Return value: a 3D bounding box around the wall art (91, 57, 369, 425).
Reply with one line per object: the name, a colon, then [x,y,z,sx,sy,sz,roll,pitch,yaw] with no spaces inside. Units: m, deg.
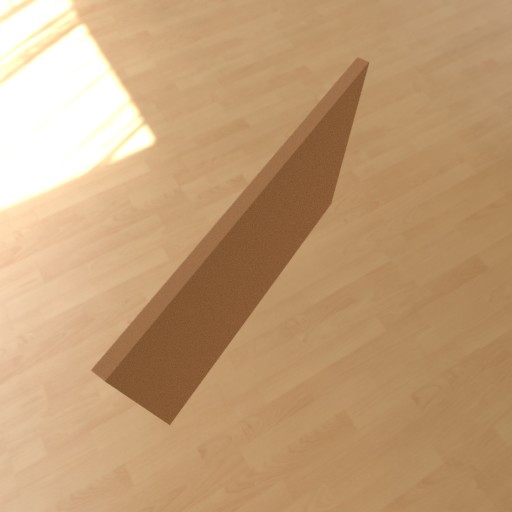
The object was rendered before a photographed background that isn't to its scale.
wall art: [0.000,0.000,1.169,0.033,0.608,0.915,31,67,15]
